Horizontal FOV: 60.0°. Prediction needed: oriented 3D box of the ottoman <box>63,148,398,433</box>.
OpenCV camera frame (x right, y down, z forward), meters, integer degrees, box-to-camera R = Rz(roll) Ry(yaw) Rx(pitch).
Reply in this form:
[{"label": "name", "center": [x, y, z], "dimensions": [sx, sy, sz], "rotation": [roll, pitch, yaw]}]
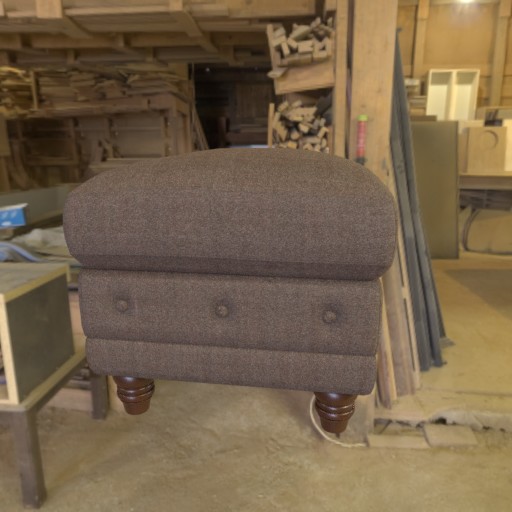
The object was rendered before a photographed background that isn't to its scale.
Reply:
[{"label": "ottoman", "center": [0.000, 0.000, 1.170], "dimensions": [0.599, 0.555, 0.809], "rotation": [2, 14, 8]}]
